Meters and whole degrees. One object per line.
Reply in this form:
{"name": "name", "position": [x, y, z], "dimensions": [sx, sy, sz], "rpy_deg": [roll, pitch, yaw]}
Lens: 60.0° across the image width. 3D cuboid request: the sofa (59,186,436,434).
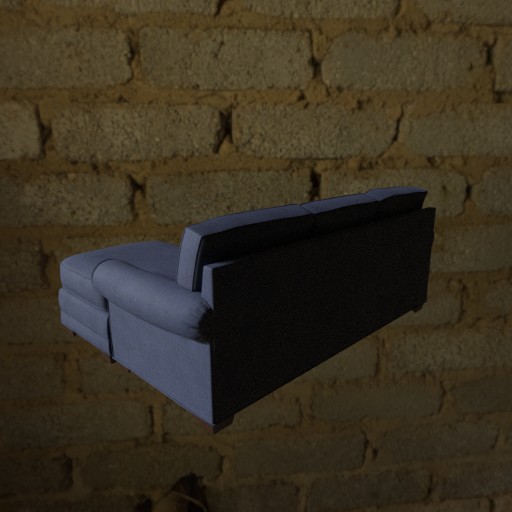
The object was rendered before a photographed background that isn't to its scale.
{"name": "sofa", "position": [0.000, 0.000, 3.454], "dimensions": [1.780, 1.063, 2.567], "rpy_deg": [15, 22, 43]}
